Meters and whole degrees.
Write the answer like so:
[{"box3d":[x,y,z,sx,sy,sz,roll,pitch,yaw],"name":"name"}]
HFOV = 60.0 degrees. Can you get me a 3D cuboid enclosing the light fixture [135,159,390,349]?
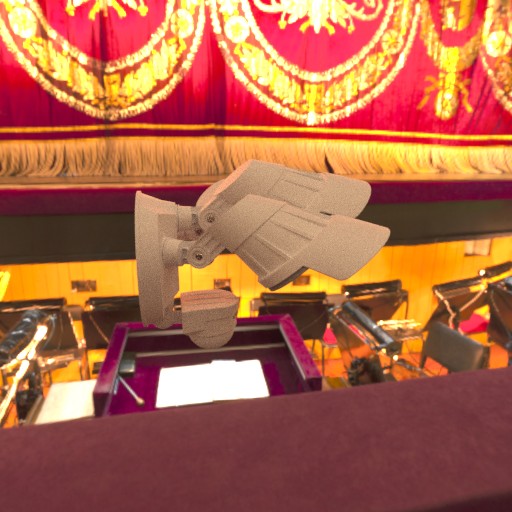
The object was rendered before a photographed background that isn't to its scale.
[{"box3d":[0.000,0.000,0.555,0.278,0.237,0.369,-3,15,-11],"name":"light fixture"}]
